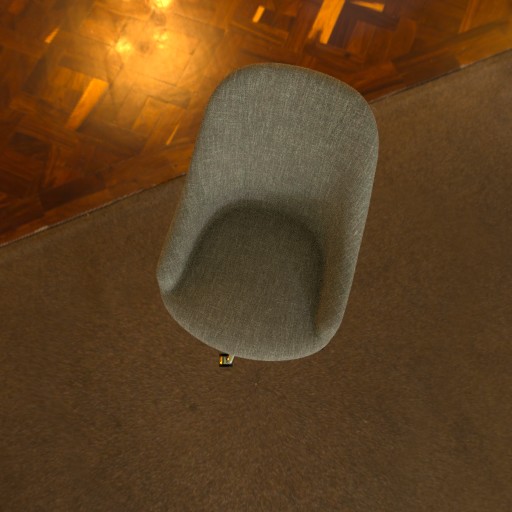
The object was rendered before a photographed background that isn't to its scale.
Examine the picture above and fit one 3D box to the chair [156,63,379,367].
[{"bbox_3d":[0.000,0.000,1.415,0.671,0.950,0.712,16,75,5],"label":"chair"}]
